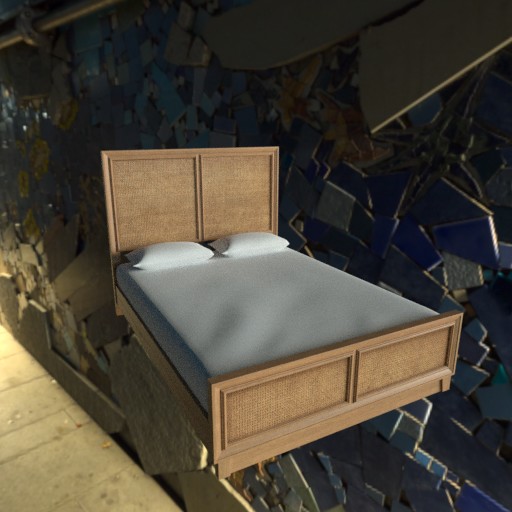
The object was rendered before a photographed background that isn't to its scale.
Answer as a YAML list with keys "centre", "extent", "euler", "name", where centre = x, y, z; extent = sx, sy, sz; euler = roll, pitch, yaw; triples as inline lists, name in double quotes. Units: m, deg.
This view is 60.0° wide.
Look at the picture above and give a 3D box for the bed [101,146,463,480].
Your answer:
- centre: [0.000, 0.000, 3.127]
  extent: [1.606, 1.387, 2.184]
  euler: [-9, 18, -27]
  name: "bed"
